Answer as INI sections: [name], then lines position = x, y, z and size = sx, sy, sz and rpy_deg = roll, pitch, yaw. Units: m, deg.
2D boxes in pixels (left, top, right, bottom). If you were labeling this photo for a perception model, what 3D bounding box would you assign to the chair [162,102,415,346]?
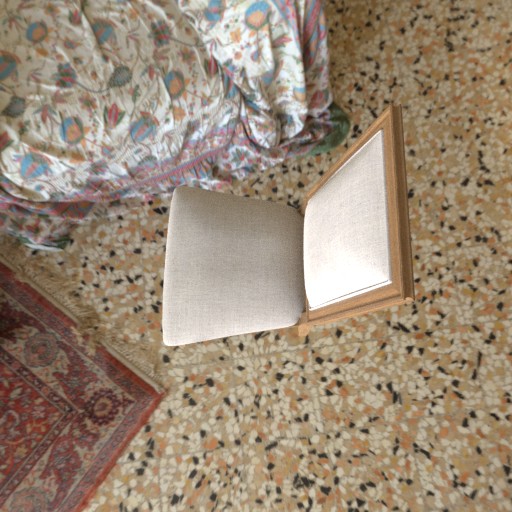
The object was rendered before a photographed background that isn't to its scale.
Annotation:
[chair]
position = 0.000, 0.000, 1.348
size = 0.601, 0.988, 0.536
rpy_deg = 1, 75, 0
